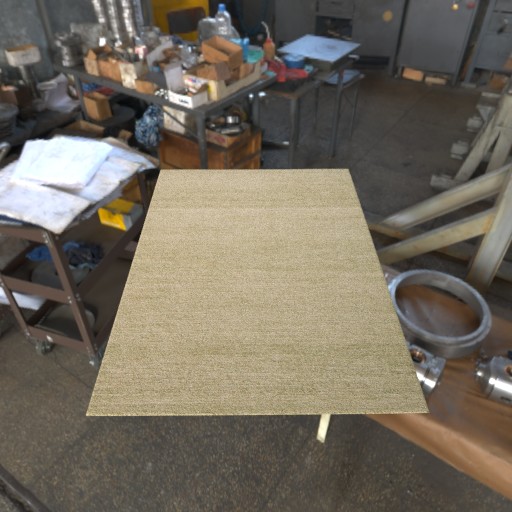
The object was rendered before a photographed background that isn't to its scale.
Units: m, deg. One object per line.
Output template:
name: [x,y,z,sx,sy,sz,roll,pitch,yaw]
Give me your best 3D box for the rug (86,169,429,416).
rug: [0.000,0.000,5.076,2.782,0.025,3.935,0,41,0]
